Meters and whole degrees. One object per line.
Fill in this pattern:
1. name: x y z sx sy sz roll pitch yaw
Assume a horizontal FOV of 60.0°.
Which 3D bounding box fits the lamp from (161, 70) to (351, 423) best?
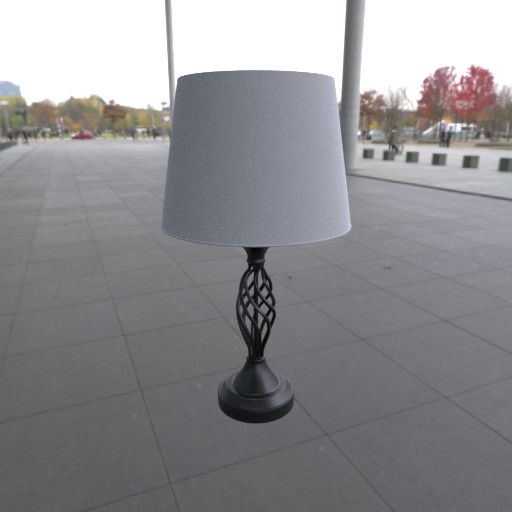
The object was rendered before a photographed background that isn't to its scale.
1. lamp: 0.000 0.000 0.800 0.331 0.594 0.331 0 16 0
